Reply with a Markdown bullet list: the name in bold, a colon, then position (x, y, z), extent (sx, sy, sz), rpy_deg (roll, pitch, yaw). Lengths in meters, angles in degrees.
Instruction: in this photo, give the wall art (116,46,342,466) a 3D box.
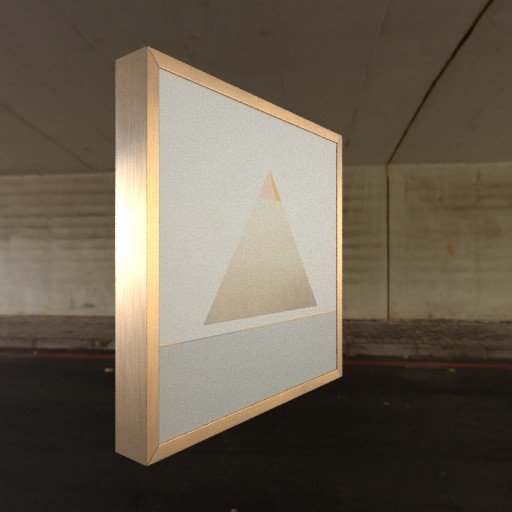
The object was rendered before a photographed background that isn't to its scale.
- **wall art**: position (0.000, 0.000, 0.451), extent (0.038, 0.303, 0.305), rpy_deg (0, 0, 38)
